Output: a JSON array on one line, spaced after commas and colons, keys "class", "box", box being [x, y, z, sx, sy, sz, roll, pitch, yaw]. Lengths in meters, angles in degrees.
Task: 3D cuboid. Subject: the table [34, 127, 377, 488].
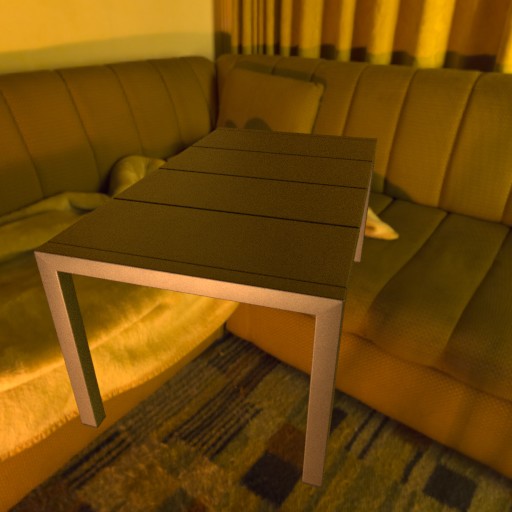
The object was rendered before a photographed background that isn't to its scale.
[{"class": "table", "box": [0.000, 0.000, 1.246, 0.559, 0.460, 0.965, 8, 31, 14]}]
